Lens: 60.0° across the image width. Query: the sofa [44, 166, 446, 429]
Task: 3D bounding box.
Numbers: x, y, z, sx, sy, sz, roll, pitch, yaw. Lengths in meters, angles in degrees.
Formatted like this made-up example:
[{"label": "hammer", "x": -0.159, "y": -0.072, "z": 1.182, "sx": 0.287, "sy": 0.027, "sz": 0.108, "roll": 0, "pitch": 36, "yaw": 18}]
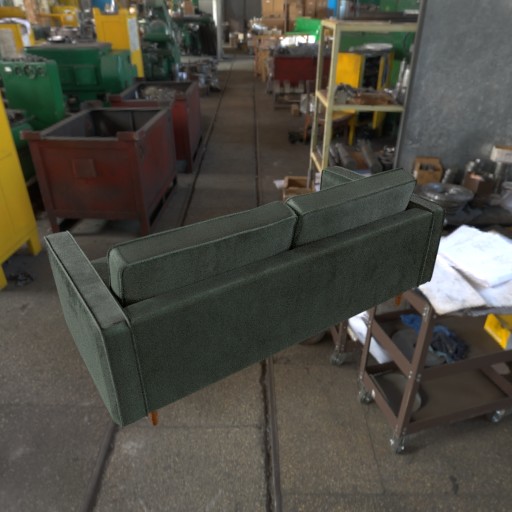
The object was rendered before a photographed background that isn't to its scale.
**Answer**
[{"label": "sofa", "x": 0.000, "y": 0.000, "z": 2.249, "sx": 1.816, "sy": 0.781, "sz": 0.886, "roll": -19, "pitch": 35, "yaw": -29}]
